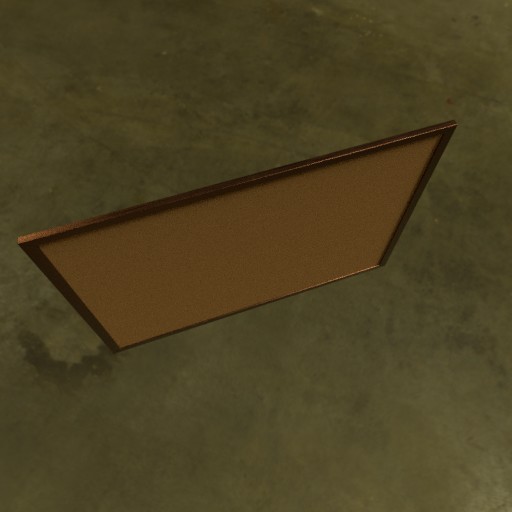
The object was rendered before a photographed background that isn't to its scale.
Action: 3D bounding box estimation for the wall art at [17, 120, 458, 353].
[{"bbox_3d":[0.000,0.000,1.025,0.816,0.559,0.014,-17,61,-10],"label":"wall art"}]
